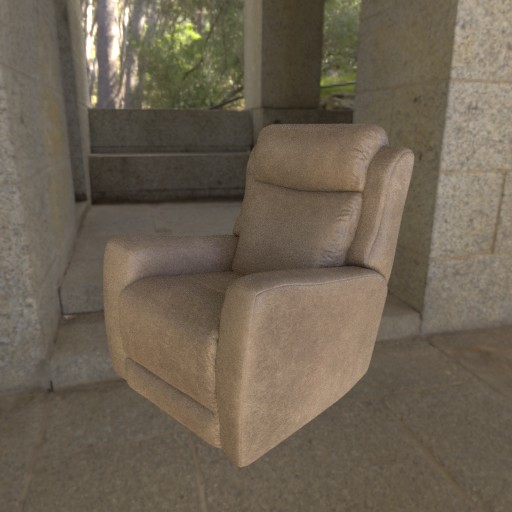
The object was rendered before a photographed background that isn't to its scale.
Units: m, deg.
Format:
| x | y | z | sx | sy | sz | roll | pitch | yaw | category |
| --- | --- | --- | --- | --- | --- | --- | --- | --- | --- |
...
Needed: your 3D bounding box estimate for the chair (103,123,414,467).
| x | y | z | sx | sy | sz | roll | pitch | yaw | category |
| --- | --- | --- | --- | --- | --- | --- | --- | --- | --- |
| 0.000 | 0.000 | 1.949 | 1.068 | 1.116 | 0.967 | -16 | 22 | -42 | chair |
